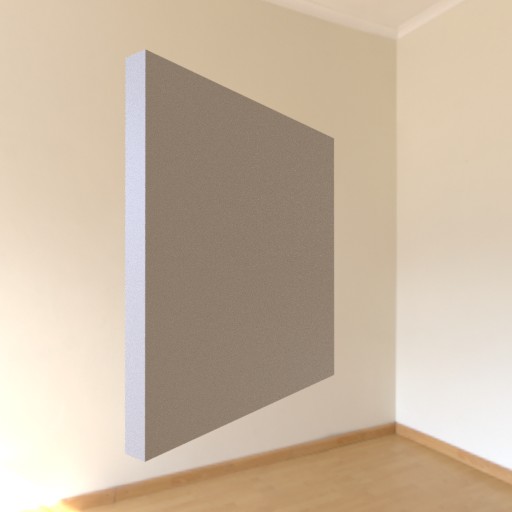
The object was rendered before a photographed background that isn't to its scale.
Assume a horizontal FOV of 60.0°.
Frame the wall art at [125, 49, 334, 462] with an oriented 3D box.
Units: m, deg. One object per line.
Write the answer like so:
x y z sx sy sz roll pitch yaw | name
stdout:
0.000 0.000 0.531 0.027 0.355 0.355 0 0 37 | wall art
